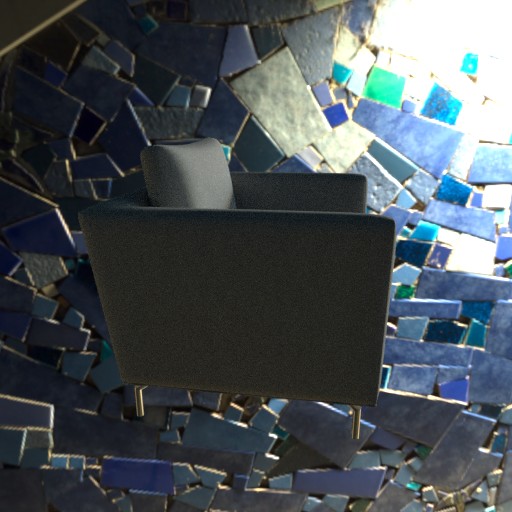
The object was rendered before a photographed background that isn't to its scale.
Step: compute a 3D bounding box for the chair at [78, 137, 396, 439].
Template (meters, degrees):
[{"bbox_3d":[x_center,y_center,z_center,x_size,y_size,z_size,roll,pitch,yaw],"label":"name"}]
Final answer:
[{"bbox_3d":[0.000,0.000,1.720,0.889,0.864,1.041,3,17,9],"label":"chair"}]
